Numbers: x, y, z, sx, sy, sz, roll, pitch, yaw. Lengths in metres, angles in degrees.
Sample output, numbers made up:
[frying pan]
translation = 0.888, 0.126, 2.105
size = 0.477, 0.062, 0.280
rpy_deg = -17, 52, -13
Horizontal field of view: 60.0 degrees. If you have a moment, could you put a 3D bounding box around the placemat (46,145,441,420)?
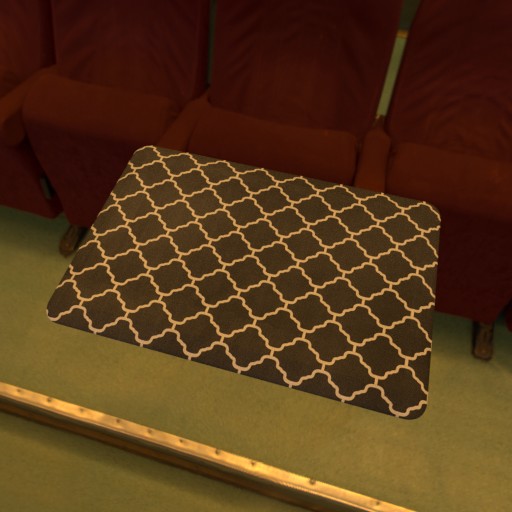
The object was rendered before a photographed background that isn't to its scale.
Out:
[placemat]
translation = 0.000, 0.000, 0.957
size = 0.762, 0.021, 0.508
rpy_deg = 13, 59, 8
